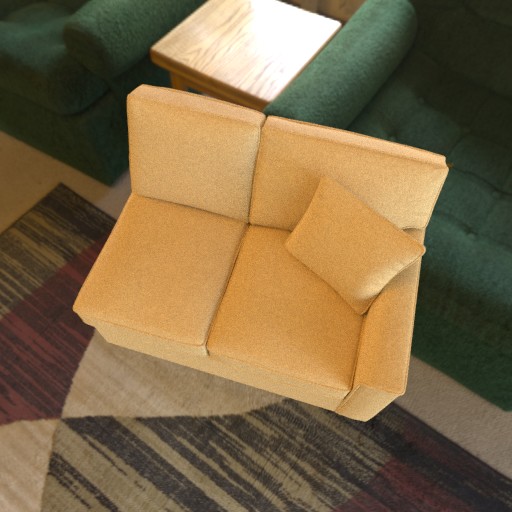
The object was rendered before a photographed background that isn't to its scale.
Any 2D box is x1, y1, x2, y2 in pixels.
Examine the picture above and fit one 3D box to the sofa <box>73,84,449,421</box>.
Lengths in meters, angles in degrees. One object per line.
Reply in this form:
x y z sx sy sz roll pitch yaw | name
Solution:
0.000 0.000 2.019 1.388 0.989 0.991 15 61 8 | sofa
